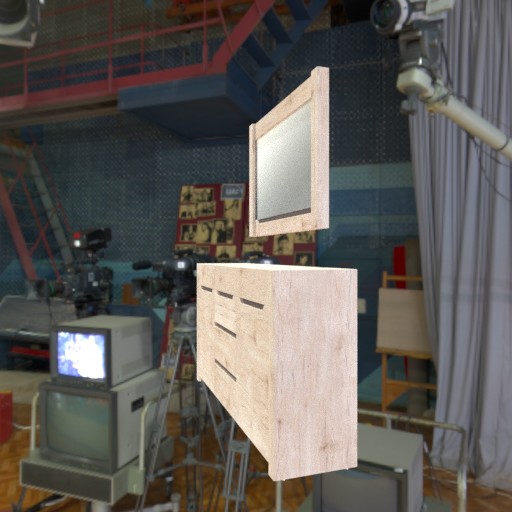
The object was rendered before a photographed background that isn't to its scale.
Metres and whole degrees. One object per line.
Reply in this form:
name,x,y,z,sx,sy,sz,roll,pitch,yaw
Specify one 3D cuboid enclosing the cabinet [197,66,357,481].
cabinet,0.000,0.000,2.809,0.420,1.981,1.700,0,0,-19
